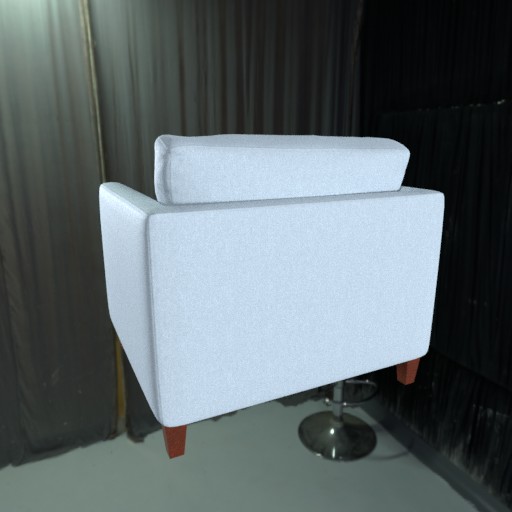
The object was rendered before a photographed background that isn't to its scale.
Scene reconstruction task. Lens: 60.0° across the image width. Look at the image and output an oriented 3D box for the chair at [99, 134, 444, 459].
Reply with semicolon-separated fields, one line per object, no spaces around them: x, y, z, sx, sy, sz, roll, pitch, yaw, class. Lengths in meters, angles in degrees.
0.000;0.000;1.825;1.107;0.961;0.953;-7;16;-25;chair
